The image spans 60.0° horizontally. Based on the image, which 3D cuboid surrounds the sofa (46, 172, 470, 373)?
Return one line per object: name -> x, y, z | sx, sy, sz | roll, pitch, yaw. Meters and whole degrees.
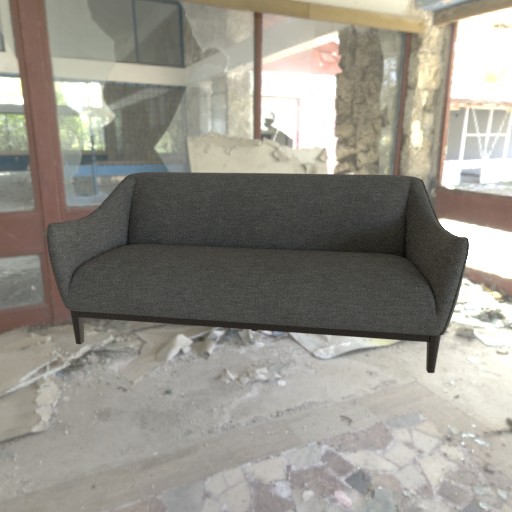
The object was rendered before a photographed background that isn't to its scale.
sofa -> 0.000, 0.000, 2.395 | 1.928, 0.829, 0.867 | 2, 15, 9
